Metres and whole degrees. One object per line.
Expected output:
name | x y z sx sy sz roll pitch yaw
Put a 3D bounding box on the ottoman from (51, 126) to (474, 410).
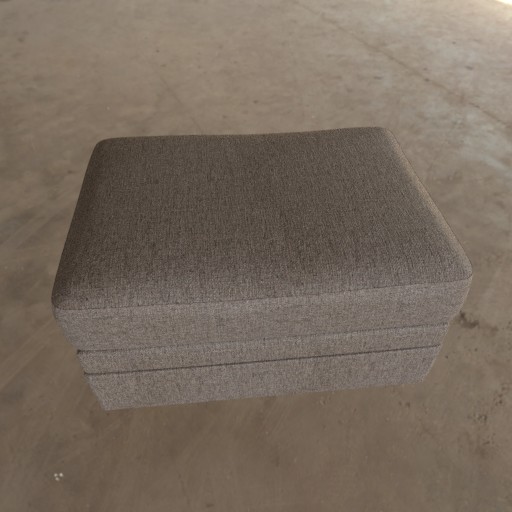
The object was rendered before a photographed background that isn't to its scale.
ottoman | 0.000 0.000 1.210 0.885 0.478 0.637 -4 45 -4
